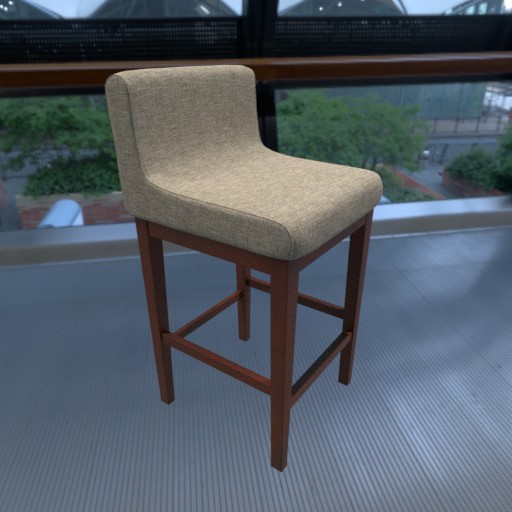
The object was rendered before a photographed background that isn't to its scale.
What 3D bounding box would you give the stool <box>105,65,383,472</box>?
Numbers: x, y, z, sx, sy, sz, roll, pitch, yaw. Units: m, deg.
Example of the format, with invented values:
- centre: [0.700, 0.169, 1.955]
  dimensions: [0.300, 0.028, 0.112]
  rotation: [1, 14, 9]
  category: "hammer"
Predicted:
- centre: [0.000, 0.000, 1.072]
  dimensions: [0.459, 0.835, 0.417]
  rotation: [17, 30, 32]
  category: "stool"
